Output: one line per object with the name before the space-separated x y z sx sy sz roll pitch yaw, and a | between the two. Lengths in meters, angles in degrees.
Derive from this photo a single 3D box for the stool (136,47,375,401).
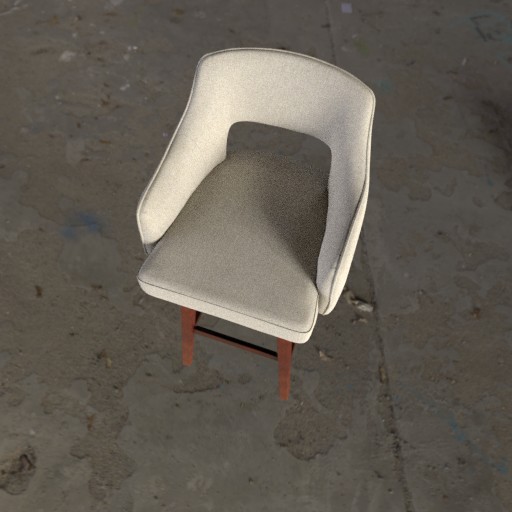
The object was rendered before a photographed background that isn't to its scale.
stool | 0.000 0.000 1.369 0.550 1.041 0.560 17 60 10
